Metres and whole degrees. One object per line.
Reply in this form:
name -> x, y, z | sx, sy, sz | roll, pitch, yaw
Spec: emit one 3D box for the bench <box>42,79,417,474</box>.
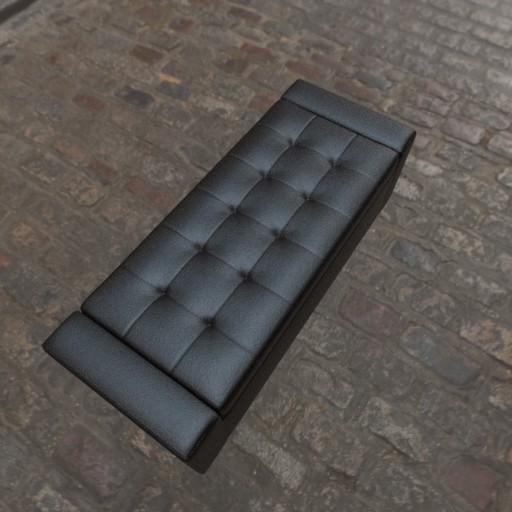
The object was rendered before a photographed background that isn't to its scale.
bench -> 0.000, 0.000, 1.536 | 0.508, 0.445, 1.296 | 31, 64, 17
